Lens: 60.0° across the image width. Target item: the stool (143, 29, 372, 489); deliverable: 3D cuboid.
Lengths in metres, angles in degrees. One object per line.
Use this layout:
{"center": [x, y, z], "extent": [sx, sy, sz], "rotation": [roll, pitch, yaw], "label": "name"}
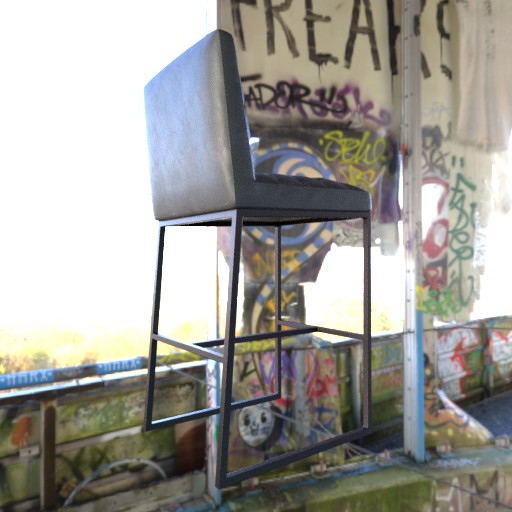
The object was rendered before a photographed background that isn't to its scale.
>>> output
{"center": [0.000, 0.000, 1.345], "extent": [0.562, 1.065, 0.463], "rotation": [0, 0, -37], "label": "stool"}
